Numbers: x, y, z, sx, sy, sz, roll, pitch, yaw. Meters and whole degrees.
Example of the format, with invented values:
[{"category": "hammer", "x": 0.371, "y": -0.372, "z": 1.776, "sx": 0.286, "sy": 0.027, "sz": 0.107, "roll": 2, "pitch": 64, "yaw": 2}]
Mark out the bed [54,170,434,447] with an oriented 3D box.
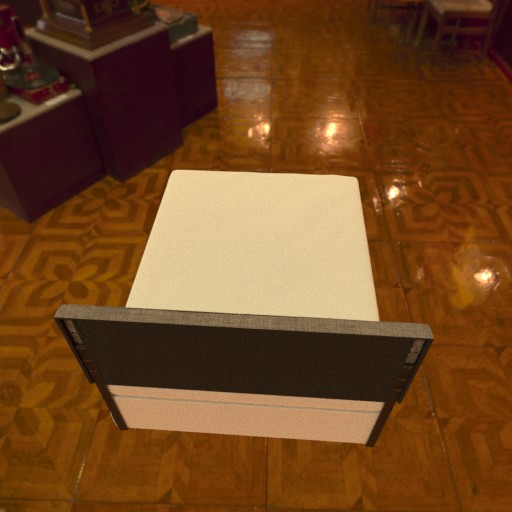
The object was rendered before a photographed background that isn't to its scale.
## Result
[{"category": "bed", "x": 0.000, "y": 0.000, "z": 2.922, "sx": 1.621, "sy": 1.168, "sz": 1.958, "roll": 3, "pitch": 46, "yaw": 3}]
